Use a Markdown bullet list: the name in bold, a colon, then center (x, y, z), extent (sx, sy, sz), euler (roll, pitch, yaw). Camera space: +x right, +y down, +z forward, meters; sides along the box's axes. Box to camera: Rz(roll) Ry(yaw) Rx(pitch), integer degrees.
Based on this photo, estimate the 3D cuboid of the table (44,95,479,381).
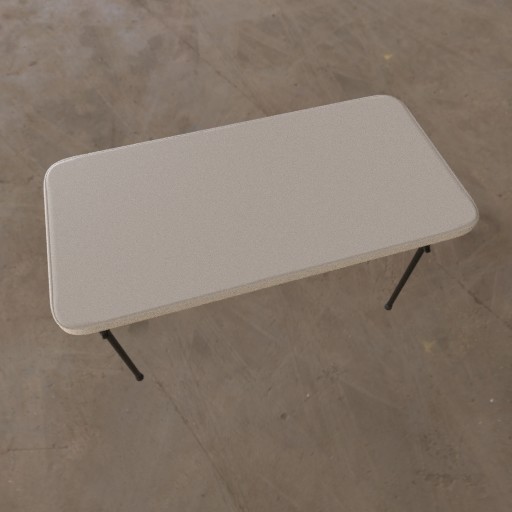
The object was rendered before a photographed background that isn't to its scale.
- **table**: center (0.000, 0.000, 1.636), extent (1.219, 0.729, 0.610), euler (-14, 59, -9)
